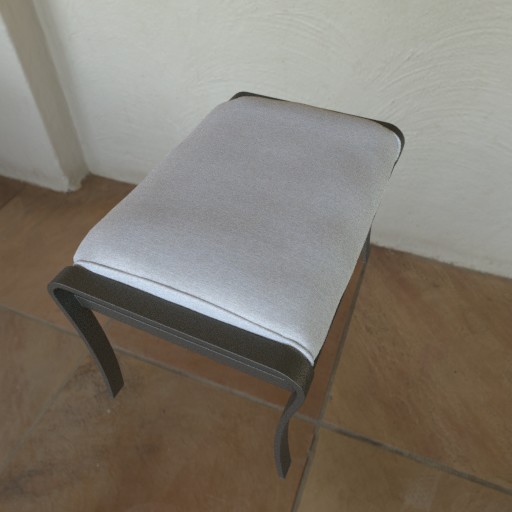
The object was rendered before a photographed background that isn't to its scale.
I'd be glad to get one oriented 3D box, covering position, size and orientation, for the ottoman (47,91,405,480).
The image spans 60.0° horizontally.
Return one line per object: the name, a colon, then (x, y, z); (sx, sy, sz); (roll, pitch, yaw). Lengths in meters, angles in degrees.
ottoman: (0.000, 0.000, 0.888); (0.406, 0.422, 0.610); (18, 50, 16)
